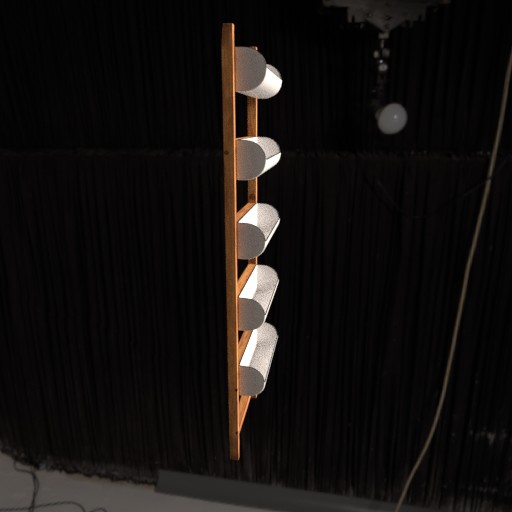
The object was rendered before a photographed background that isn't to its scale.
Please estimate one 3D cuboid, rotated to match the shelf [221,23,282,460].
[{"bbox_3d":[0.000,0.000,1.779,0.141,1.600,0.454,3,17,9],"label":"shelf"}]
